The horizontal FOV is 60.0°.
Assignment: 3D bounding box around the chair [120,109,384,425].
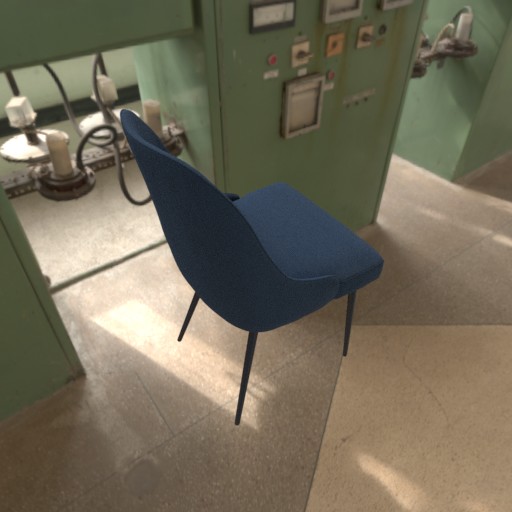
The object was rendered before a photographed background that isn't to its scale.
[{"bbox_3d":[0.000,0.000,1.227,0.559,0.896,0.478,-25,48,-25],"label":"chair"}]
